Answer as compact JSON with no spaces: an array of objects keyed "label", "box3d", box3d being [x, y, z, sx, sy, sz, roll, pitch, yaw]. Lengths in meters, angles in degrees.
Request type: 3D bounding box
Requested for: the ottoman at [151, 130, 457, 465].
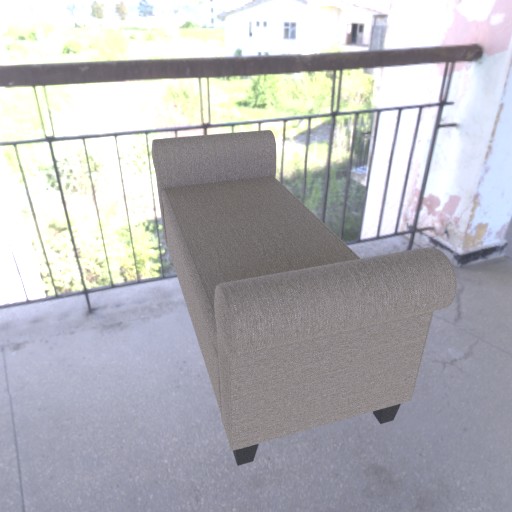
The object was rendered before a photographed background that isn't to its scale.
[{"label":"ottoman","box3d":[0.000,0.000,1.507,0.521,0.547,1.256,-9,31,-16]}]
